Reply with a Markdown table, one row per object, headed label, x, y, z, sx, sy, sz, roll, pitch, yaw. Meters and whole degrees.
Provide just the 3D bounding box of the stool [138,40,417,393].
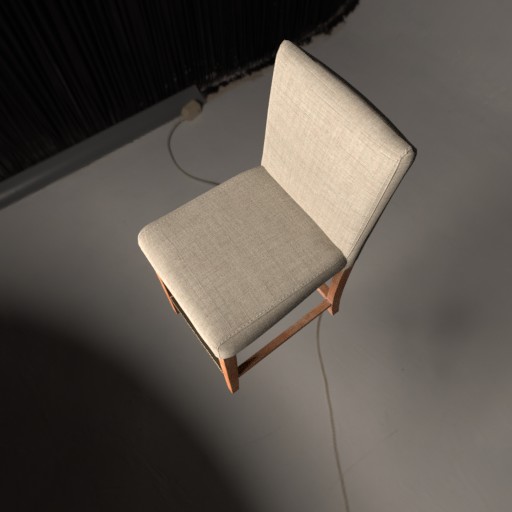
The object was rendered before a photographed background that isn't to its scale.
| label | x | y | z | sx | sy | sz | roll | pitch | yaw |
| --- | --- | --- | --- | --- | --- | --- | --- | --- | --- |
| stool | 0.000 | 0.000 | 1.376 | 0.567 | 1.039 | 0.454 | -34 | 68 | -16 |
